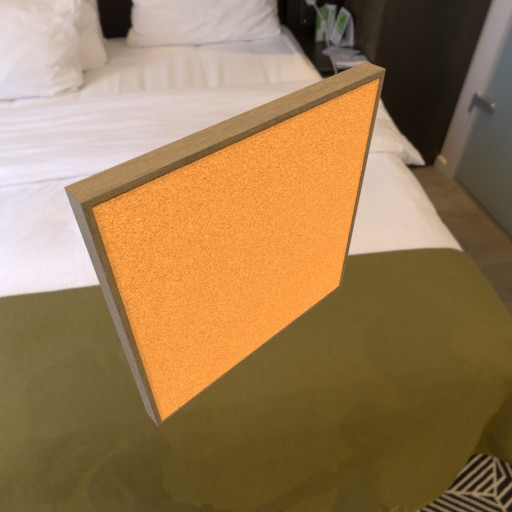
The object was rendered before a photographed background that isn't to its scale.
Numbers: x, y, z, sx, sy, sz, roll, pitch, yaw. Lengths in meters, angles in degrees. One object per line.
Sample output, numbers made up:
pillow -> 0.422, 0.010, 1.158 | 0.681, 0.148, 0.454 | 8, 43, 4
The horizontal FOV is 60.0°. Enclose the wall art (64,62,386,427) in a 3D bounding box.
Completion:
wall art -> 0.000, 0.000, 0.753 | 0.507, 0.507, 0.037 | -32, 53, -29
